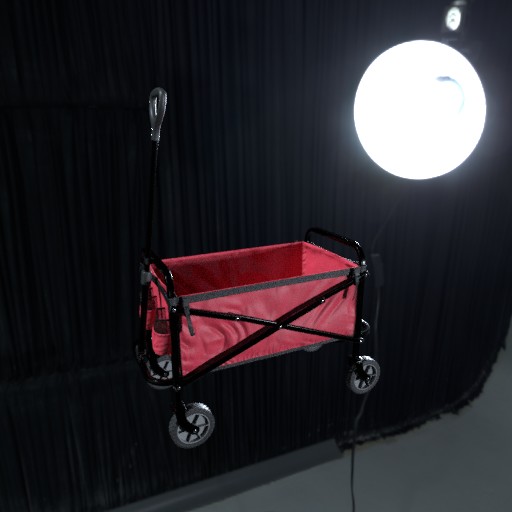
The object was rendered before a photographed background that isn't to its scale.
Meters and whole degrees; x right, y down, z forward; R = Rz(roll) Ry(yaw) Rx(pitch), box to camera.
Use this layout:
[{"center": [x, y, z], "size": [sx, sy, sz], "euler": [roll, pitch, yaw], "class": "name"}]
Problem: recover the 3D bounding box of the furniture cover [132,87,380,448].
[{"center": [0.000, 0.000, 1.851], "size": [1.038, 1.295, 0.532], "euler": [-8, 19, -25], "class": "furniture cover"}]
